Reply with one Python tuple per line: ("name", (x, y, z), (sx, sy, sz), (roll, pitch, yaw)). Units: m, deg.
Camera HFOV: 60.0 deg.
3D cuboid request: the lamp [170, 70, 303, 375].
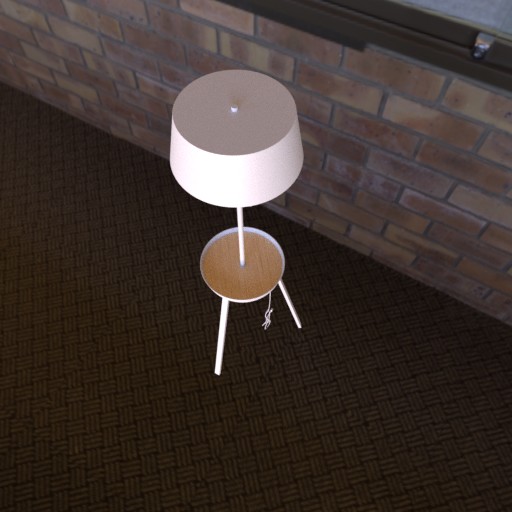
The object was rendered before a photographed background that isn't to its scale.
("lamp", (0.000, 0.000, 1.687), (0.468, 1.429, 0.508), (-1, 59, -1))
